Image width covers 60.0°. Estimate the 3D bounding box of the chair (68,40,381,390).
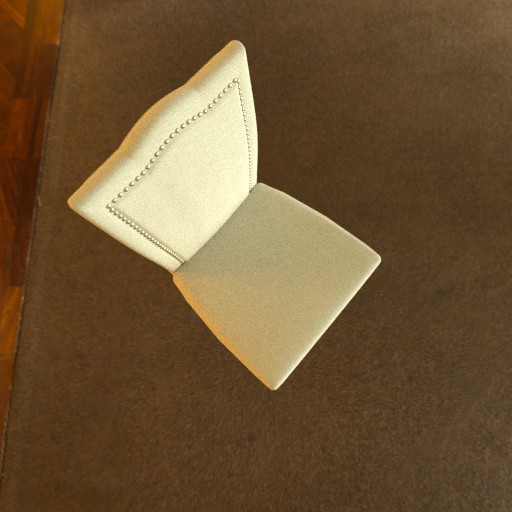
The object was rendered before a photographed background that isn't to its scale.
[{"bbox_3d":[0.000,0.000,1.287,0.589,0.946,0.518,40,79,9],"label":"chair"}]
